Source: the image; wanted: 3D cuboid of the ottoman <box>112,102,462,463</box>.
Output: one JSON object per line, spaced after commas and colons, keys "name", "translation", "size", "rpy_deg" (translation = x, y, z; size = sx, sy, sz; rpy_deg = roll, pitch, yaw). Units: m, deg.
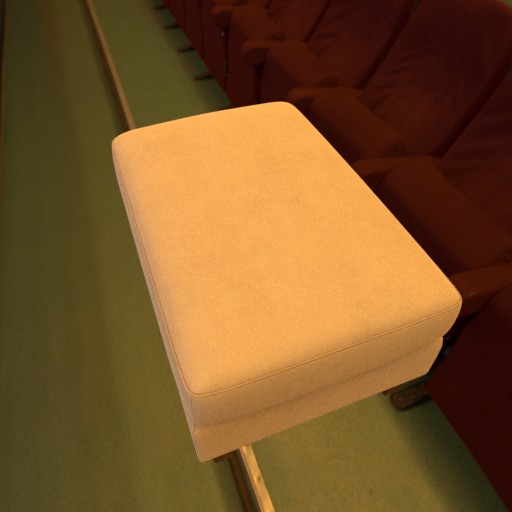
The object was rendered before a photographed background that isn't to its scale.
{"name": "ottoman", "translation": [0.000, 0.000, 1.186], "size": [0.584, 0.483, 0.864], "rpy_deg": [-16, 49, -14]}
